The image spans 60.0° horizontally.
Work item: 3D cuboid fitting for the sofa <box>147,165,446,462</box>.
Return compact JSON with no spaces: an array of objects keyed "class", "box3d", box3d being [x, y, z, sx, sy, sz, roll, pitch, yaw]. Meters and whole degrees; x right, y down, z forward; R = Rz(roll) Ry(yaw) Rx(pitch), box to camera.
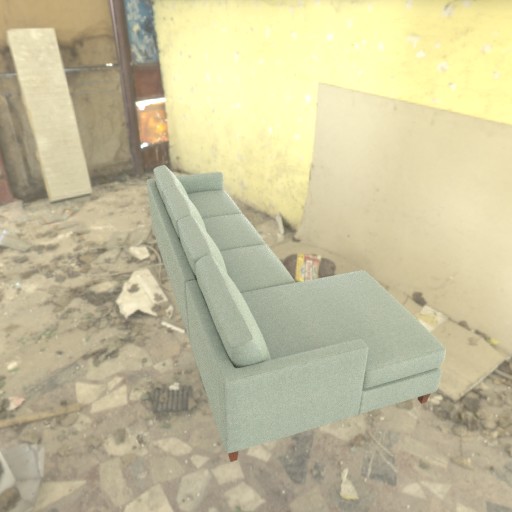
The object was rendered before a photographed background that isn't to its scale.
[{"class":"sofa","box3d":[0.000,0.000,4.207,1.600,0.953,3.470,-10,31,-16]}]
